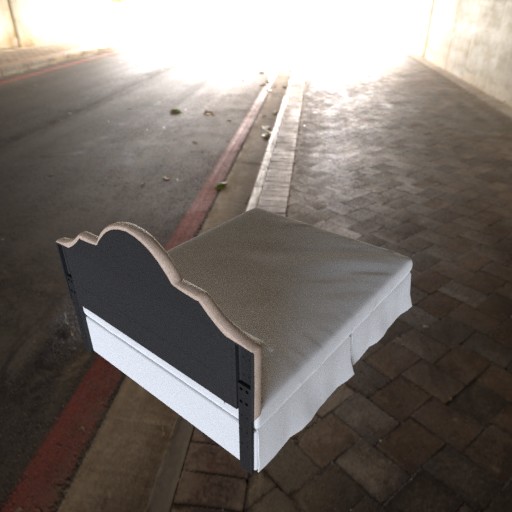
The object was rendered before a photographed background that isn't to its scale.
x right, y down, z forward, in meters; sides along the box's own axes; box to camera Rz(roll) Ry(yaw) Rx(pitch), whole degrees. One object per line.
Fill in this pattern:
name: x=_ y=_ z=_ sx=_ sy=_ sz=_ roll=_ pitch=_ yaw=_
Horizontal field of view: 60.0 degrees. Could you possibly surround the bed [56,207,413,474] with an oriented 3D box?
bed: x=0.000 y=0.000 z=3.060 sx=1.667 sy=1.194 sz=1.970 roll=22 pitch=37 yaw=33
